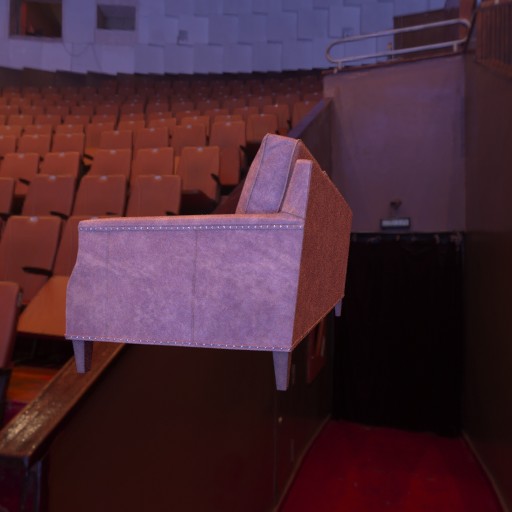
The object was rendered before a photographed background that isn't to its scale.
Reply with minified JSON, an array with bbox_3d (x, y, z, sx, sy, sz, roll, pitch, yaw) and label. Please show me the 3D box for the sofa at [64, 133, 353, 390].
[{"bbox_3d":[0.000,0.000,2.808,1.084,1.003,2.246,0,0,16],"label":"sofa"}]
